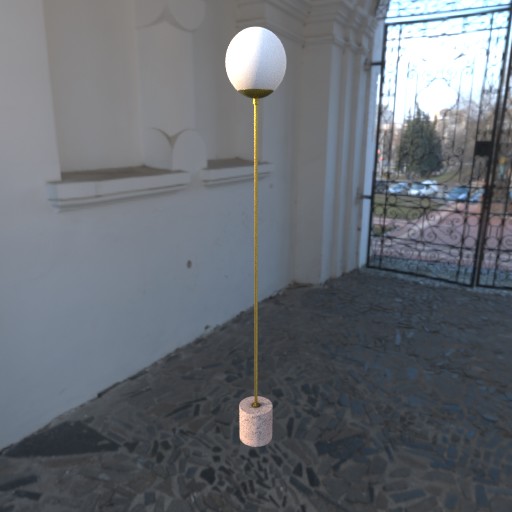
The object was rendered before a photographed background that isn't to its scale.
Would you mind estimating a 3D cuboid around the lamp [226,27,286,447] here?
[{"bbox_3d":[0.000,0.000,1.862,0.229,1.748,0.229,-14,20,-43],"label":"lamp"}]
